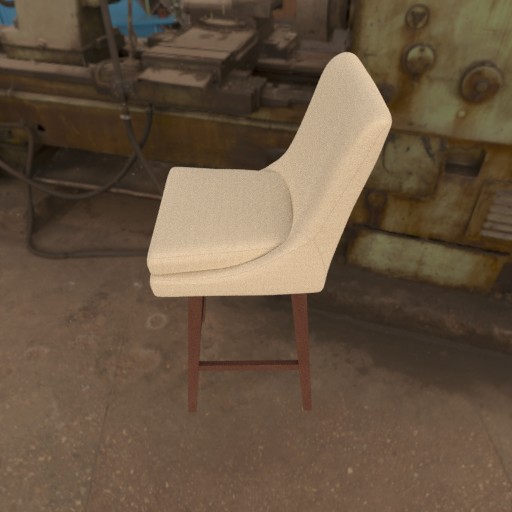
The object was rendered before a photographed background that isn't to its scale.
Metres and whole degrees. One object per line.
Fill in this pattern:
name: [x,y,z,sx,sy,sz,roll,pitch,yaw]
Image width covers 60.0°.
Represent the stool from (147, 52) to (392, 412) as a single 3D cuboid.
stool: [0.000,0.000,1.381,0.559,1.093,0.483,-1,41,-1]
